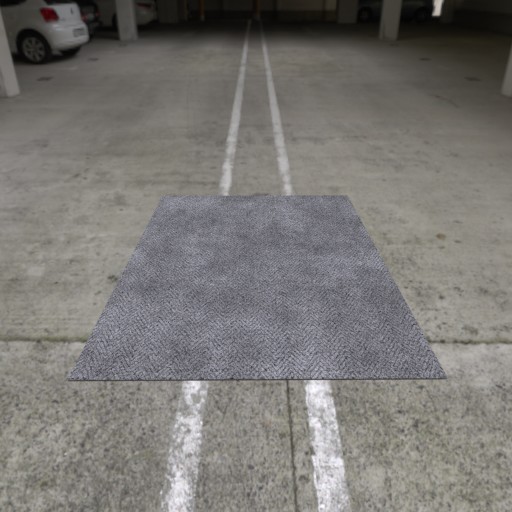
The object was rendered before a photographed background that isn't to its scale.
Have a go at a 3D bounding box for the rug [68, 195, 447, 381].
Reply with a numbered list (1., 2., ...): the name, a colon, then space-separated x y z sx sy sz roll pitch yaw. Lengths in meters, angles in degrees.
1. rug: 0.000 0.000 2.851 1.600 0.008 2.235 0 28 0
